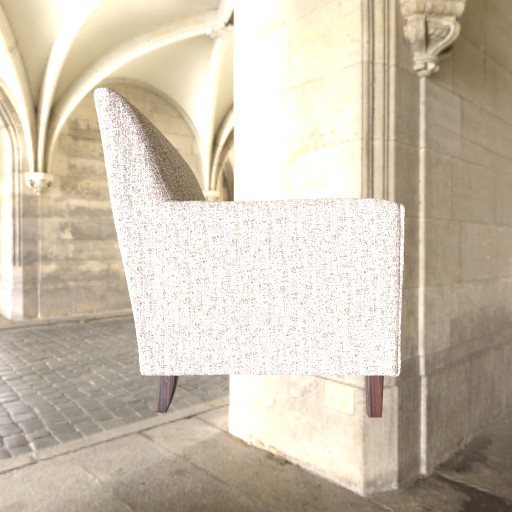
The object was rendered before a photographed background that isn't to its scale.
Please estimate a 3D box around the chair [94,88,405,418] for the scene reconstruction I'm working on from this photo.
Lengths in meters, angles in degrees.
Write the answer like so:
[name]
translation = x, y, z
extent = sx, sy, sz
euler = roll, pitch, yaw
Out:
[chair]
translation = 0.000, 0.000, 1.621
extent = 0.873, 0.928, 0.864
euler = 0, 1, 1
